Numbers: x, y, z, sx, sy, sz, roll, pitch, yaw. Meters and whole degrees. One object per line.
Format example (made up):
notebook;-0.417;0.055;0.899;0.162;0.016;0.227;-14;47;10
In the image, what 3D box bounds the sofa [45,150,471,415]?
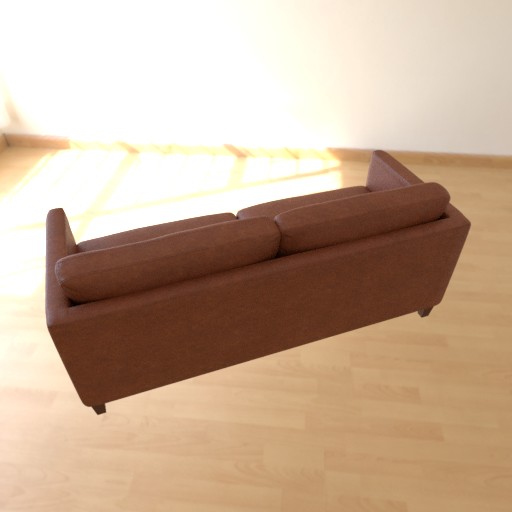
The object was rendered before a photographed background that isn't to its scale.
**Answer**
sofa;0.000;0.000;2.642;2.204;0.932;0.950;-13;42;-15
